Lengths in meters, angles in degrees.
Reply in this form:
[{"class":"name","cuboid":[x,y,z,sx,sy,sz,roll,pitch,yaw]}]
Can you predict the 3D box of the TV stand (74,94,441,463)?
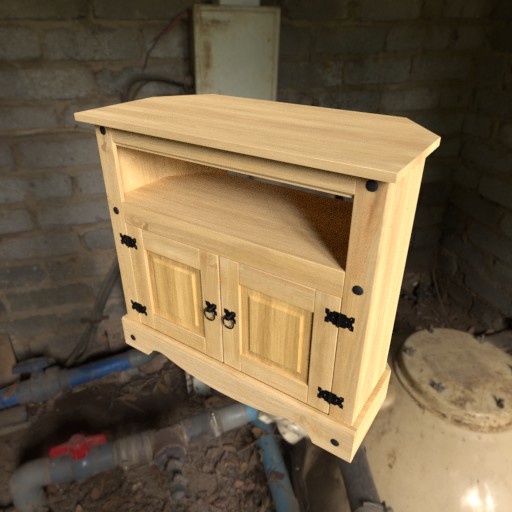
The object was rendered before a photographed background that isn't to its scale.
[{"class":"TV stand","cuboid":[0.000,0.000,1.287,0.851,0.781,0.425,18,34,29]}]
